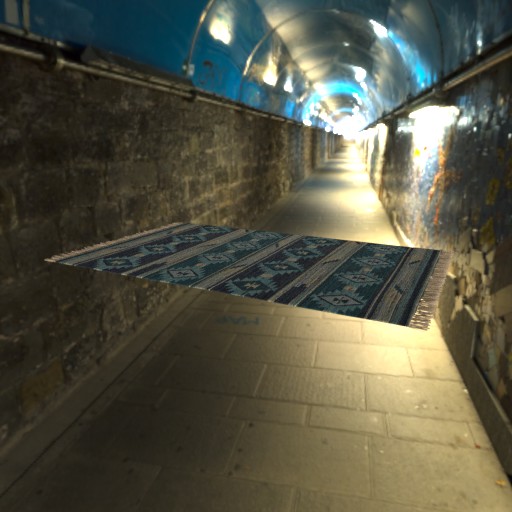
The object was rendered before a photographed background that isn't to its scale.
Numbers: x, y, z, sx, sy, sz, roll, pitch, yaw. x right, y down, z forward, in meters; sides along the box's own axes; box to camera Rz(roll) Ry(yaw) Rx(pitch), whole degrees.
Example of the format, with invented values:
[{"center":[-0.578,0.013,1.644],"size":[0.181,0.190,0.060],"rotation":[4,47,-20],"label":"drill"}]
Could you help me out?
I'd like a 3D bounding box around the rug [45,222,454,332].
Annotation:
[{"center":[0.000,0.000,2.434],"size":[1.936,0.028,1.181],"rotation":[8,17,26],"label":"rug"}]
